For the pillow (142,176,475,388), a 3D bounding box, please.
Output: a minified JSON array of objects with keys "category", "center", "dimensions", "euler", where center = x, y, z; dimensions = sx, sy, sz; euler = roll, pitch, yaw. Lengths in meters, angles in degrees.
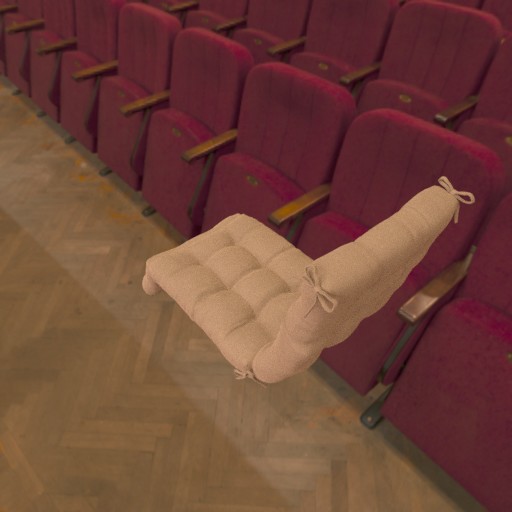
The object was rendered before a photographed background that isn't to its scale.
[{"category":"pillow","center":[0.000,0.000,1.487],"dimensions":[0.526,0.863,1.016],"euler":[-31,52,-28]}]
